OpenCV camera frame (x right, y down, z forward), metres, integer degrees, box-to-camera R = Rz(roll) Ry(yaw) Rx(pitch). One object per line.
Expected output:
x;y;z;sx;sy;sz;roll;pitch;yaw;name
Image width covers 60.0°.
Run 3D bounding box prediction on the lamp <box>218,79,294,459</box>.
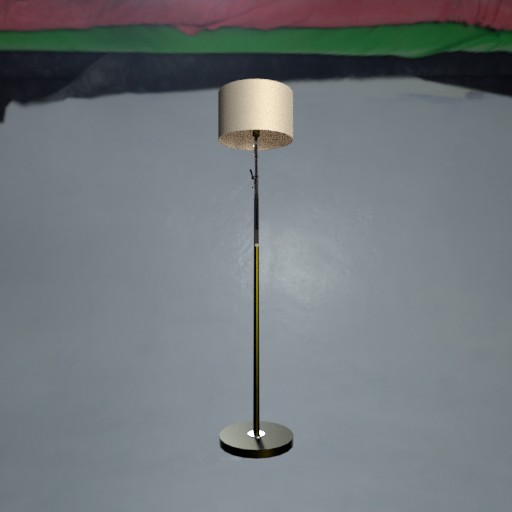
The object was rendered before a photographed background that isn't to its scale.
0.000;0.000;1.982;0.373;1.635;0.809;0;-1;0;lamp
